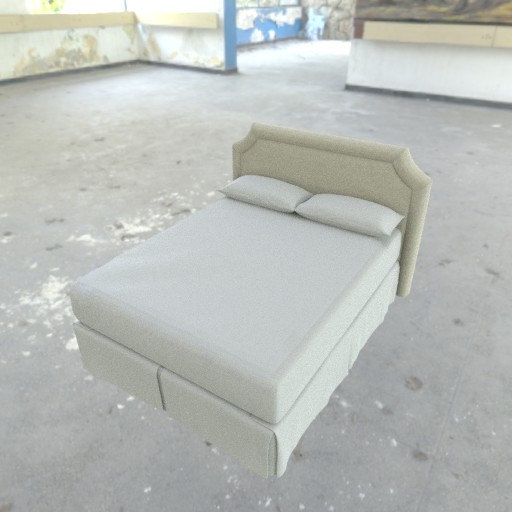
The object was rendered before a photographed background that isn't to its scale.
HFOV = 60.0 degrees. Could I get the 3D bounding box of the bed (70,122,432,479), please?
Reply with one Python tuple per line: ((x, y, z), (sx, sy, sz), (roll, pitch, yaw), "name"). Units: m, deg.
((0.000, 0.000, 3.226), (1.828, 1.297, 2.164), (19, 36, 28), "bed")
